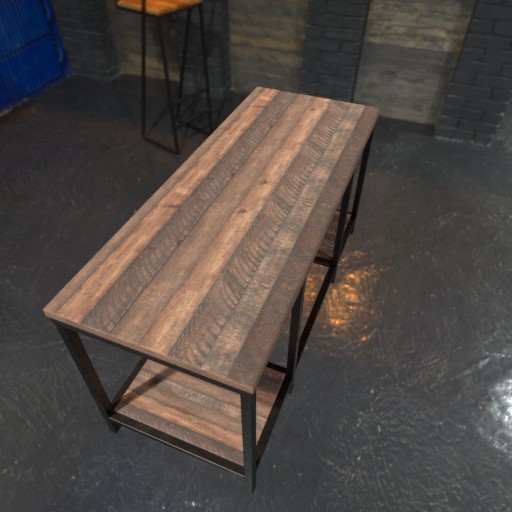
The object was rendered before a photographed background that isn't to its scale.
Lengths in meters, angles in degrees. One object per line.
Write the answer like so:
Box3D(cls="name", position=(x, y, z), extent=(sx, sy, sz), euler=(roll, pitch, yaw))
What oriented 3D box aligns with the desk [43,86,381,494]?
Box3D(cls="desk", position=(0.000, 0.000, 1.889), extent=(0.617, 0.753, 1.538), euler=(16, 46, 16))
